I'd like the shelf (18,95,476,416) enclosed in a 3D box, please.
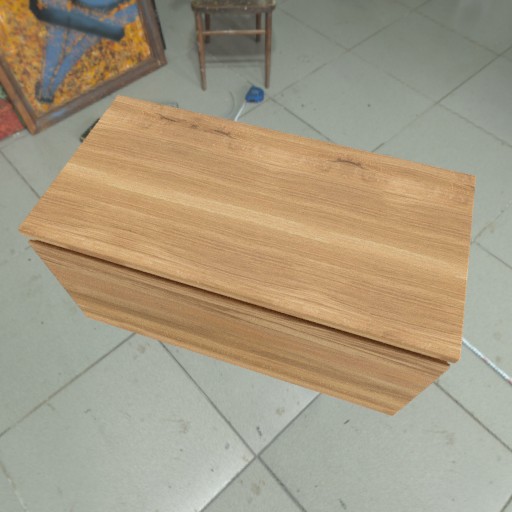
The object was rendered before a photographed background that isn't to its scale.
[{"bbox_3d":[0.000,0.000,1.025,0.800,0.400,0.400,16,59,9],"label":"shelf"}]
